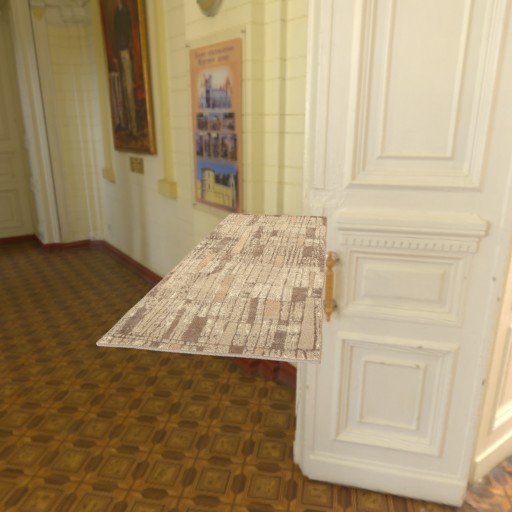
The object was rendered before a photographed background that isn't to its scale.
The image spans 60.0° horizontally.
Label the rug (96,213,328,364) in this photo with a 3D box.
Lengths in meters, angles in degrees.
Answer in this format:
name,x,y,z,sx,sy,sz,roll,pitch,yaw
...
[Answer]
name,x,y,z,sx,sy,sz,roll,pitch,yaw
rug,0.000,0.000,2.731,0.857,0.018,2.383,3,18,9
